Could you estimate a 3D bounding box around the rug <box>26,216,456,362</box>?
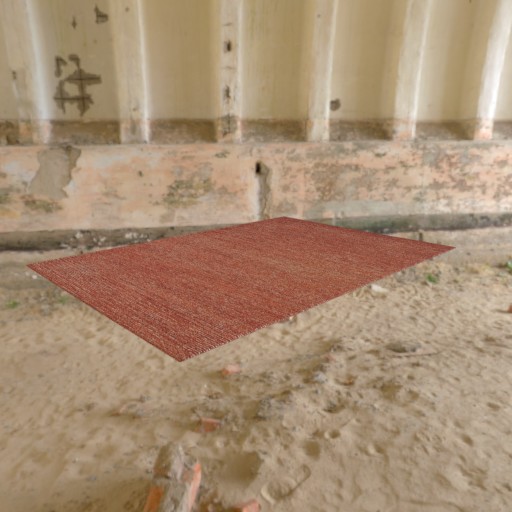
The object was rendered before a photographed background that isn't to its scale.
[{"bbox_3d":[0.000,0.000,4.961,3.965,0.025,2.803,-14,21,-42],"label":"rug"}]
